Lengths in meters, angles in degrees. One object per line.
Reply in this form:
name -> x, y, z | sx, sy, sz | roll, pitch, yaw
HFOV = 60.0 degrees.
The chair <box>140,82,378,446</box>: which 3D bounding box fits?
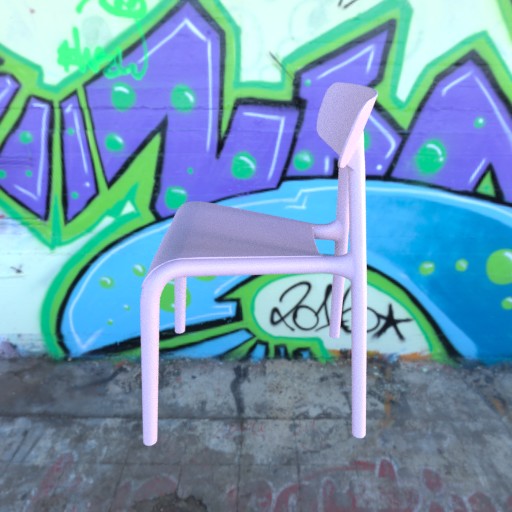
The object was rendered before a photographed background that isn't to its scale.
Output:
chair -> 0.000, 0.000, 0.816 | 0.401, 0.580, 0.356 | 0, 26, 0
